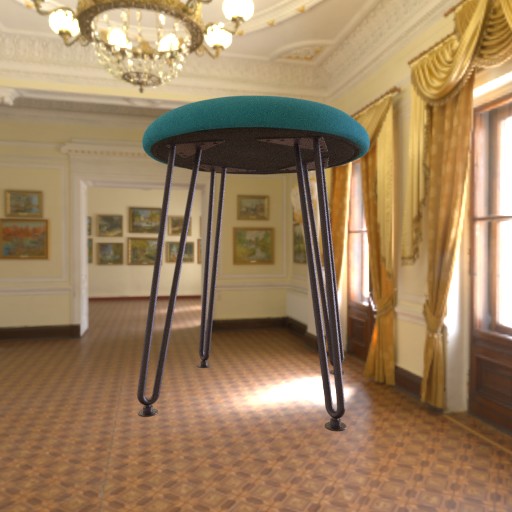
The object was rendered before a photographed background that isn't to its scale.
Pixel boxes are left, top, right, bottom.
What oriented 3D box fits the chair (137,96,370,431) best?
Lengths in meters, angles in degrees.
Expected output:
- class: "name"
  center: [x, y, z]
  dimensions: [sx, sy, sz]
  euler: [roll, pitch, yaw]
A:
- class: "chair"
  center: [0.000, 0.000, 0.706]
  dimensions: [0.350, 0.430, 0.350]
  euler: [0, 1, -1]
